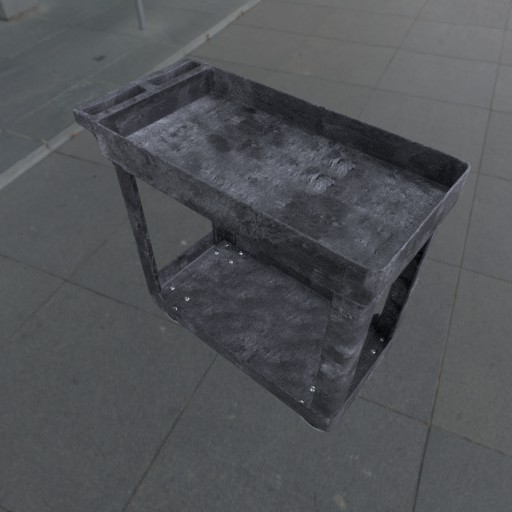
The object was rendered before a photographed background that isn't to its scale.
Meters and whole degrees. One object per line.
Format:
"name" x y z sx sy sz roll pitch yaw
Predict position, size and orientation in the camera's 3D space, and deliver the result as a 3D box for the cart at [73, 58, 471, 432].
"cart" 0.000 0.000 1.330 0.877 0.824 0.420 31 54 26
